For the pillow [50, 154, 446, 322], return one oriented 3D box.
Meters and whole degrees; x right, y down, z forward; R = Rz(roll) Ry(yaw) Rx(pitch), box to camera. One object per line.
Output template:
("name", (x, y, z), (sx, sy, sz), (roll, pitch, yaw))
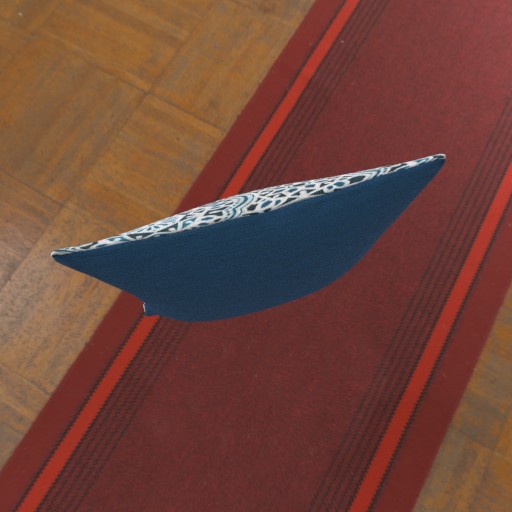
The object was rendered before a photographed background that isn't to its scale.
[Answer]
("pillow", (0.000, 0.000, 0.666), (0.440, 0.420, 0.145), (-15, 75, -4))
